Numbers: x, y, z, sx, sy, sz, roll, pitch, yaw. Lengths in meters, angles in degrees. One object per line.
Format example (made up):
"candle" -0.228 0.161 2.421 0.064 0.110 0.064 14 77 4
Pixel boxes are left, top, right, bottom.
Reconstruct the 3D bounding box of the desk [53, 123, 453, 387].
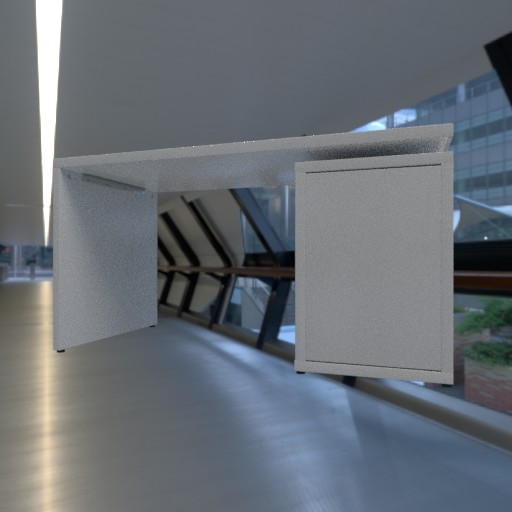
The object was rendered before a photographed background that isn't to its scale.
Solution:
"desk" 0.000 0.000 1.788 1.400 0.740 0.690 0 0 19
